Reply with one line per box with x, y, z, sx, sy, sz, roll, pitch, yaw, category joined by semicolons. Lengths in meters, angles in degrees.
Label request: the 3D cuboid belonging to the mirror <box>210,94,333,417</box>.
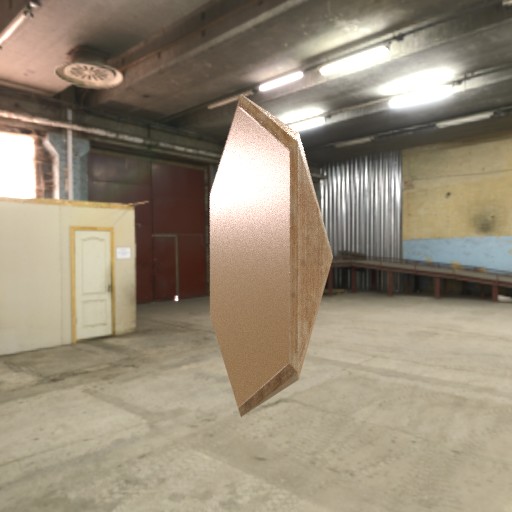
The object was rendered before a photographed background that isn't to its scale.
0.000;0.000;1.081;0.091;0.779;0.675;0;0;-18;mirror
